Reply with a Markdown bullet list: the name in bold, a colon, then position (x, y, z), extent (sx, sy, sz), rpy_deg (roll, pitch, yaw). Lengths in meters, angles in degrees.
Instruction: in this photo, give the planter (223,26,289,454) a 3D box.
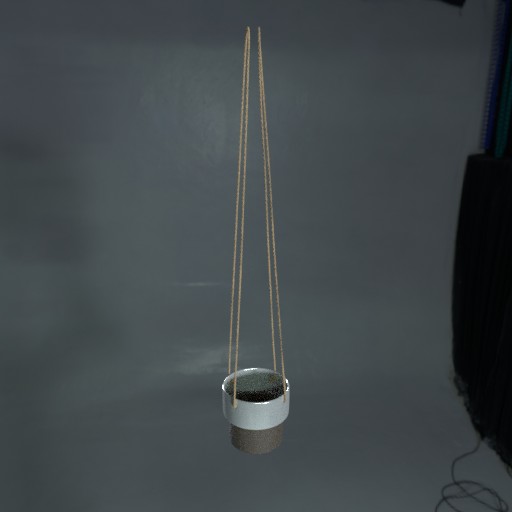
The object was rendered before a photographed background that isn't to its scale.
- **planter**: position (0.000, 0.000, 1.140), extent (0.187, 1.073, 0.187), rpy_deg (-2, 15, -9)
